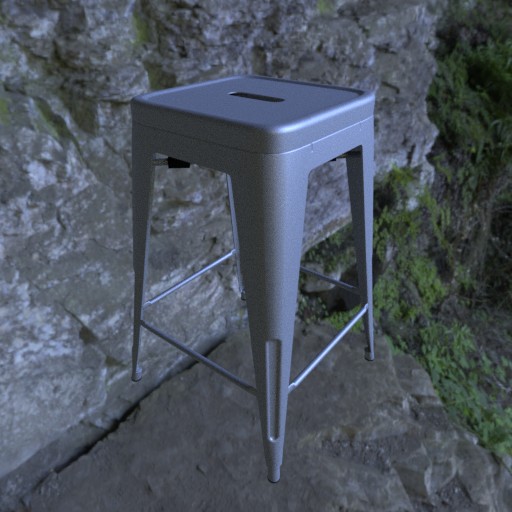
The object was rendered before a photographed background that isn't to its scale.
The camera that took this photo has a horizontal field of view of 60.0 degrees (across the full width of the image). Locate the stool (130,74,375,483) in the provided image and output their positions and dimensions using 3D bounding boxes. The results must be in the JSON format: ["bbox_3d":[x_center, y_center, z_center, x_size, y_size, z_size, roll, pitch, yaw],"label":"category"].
[{"bbox_3d":[0.000,0.000,0.871,0.406,0.610,0.406,22,38,32],"label":"stool"}]
